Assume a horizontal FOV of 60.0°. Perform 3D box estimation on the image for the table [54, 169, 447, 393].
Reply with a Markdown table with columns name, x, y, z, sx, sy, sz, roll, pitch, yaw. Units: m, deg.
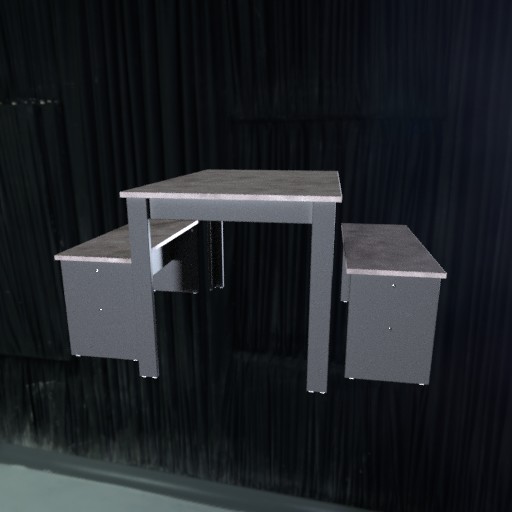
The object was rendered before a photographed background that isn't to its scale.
| name | x | y | z | sx | sy | sz | roll | pitch | yaw |
| --- | --- | --- | --- | --- | --- | --- | --- | --- | --- |
| table | 0.000 | 0.000 | 2.037 | 1.443 | 0.700 | 1.100 | 2 | 15 | 9 |
